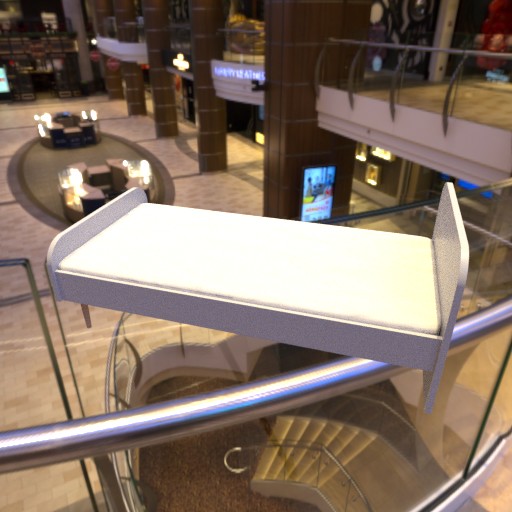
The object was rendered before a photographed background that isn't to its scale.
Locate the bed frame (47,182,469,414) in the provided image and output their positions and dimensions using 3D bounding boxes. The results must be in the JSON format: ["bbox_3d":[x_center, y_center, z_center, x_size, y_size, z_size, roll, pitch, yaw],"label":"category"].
[{"bbox_3d":[0.000,0.000,2.488,1.963,0.805,0.998,8,30,15],"label":"bed frame"}]
